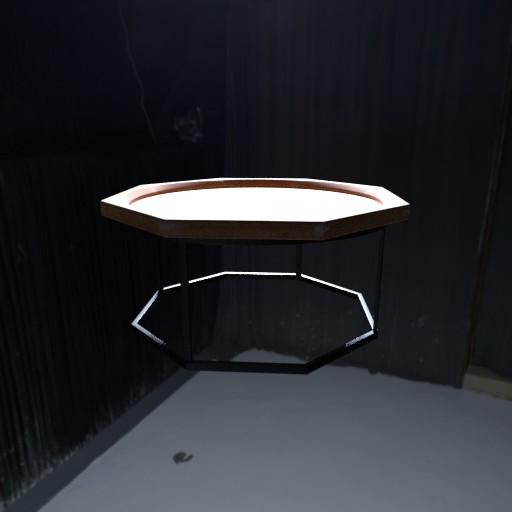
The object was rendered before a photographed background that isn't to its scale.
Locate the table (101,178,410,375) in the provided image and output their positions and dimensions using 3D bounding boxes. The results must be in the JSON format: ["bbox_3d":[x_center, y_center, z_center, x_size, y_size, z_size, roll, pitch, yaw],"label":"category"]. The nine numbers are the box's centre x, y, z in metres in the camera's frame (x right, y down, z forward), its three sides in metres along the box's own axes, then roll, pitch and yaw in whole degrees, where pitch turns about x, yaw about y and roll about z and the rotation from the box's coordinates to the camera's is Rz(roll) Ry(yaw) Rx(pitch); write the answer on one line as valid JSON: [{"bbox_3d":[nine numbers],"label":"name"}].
[{"bbox_3d":[0.000,0.000,1.566,1.002,0.444,1.002,0,16,0],"label":"table"}]
